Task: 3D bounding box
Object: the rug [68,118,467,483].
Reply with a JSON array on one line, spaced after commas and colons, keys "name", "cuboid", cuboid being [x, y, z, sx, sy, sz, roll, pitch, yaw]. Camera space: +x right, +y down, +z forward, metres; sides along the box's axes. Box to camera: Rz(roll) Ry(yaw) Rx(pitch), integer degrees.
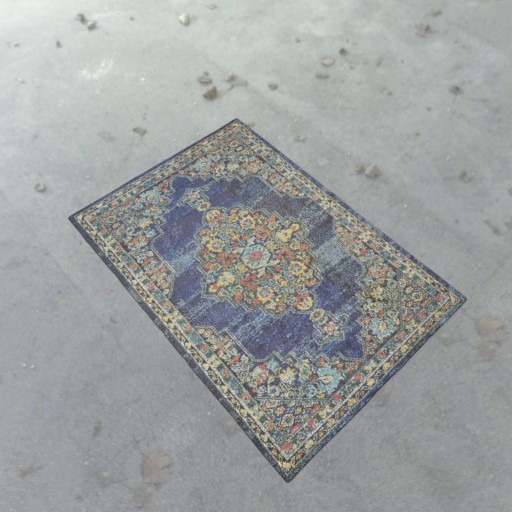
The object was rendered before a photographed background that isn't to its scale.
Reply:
[{"name": "rug", "cuboid": [0.000, 0.000, 3.856, 2.053, 0.011, 2.940, -37, 65, -21]}]
